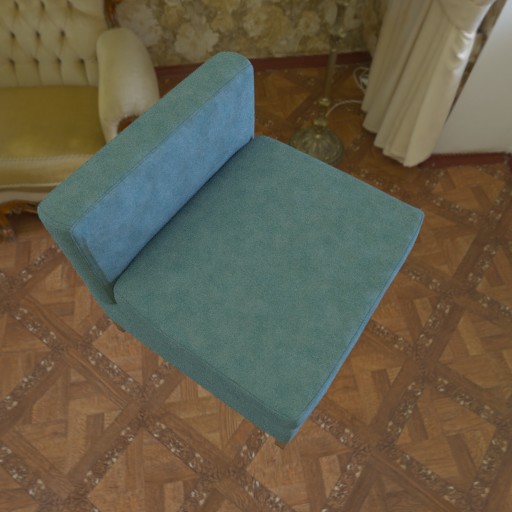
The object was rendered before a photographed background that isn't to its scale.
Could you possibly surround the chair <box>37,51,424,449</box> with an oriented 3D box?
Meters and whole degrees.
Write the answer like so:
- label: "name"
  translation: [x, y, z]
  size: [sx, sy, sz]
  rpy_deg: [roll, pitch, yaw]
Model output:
- label: "chair"
  translation: [0.000, 0.000, 1.212]
  size: [0.685, 0.660, 0.684]
  rpy_deg: [31, 64, 17]
